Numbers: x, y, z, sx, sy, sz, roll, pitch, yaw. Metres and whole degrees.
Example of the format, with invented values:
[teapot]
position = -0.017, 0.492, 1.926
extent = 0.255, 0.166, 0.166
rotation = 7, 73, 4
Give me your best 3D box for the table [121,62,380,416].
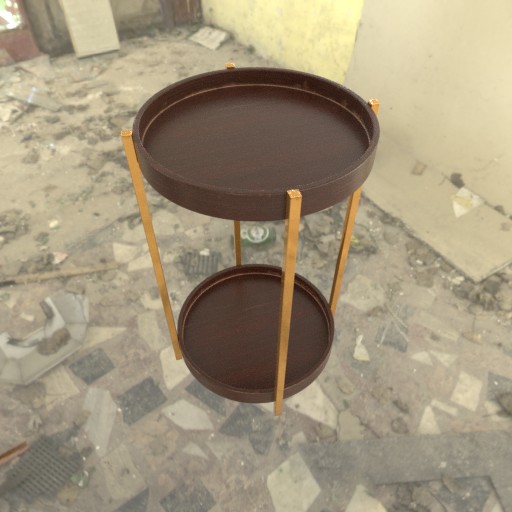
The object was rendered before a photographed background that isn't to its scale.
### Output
[table]
position = 0.000, 0.000, 0.889
extent = 0.400, 0.610, 0.400
rotation = -10, 47, -10
